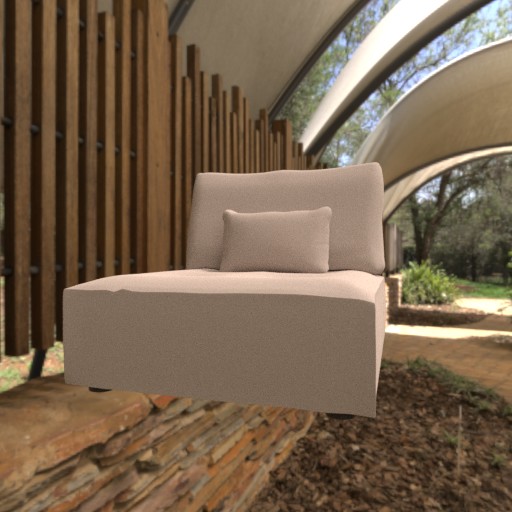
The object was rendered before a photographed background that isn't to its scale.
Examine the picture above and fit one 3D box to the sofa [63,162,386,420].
[{"bbox_3d":[0.000,0.000,1.692,0.935,0.828,1.000,0,0,18],"label":"sofa"}]
